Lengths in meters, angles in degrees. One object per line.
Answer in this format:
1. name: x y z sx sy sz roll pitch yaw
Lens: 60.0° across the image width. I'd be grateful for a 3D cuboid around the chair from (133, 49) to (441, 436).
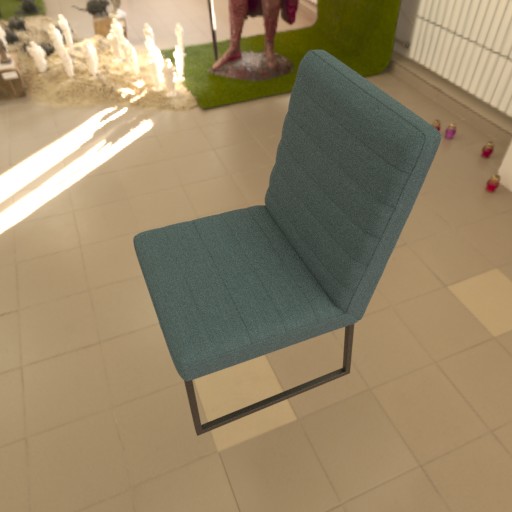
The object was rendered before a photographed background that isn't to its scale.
1. chair: 0.000 0.000 1.288 0.634 0.930 0.520 -17 47 -16
